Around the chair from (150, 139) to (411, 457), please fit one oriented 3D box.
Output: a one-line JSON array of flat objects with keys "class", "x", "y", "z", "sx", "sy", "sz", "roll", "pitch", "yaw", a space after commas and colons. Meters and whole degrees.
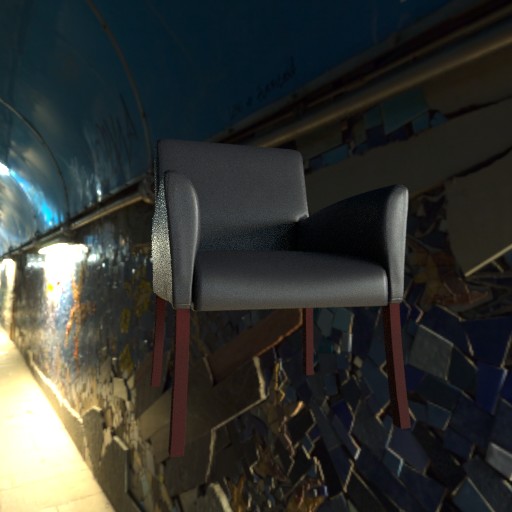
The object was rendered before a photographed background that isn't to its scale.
[{"class": "chair", "x": 0.000, "y": 0.000, "z": 1.494, "sx": 0.683, "sy": 0.951, "sz": 0.772, "roll": 1, "pitch": -2, "yaw": -17}]
